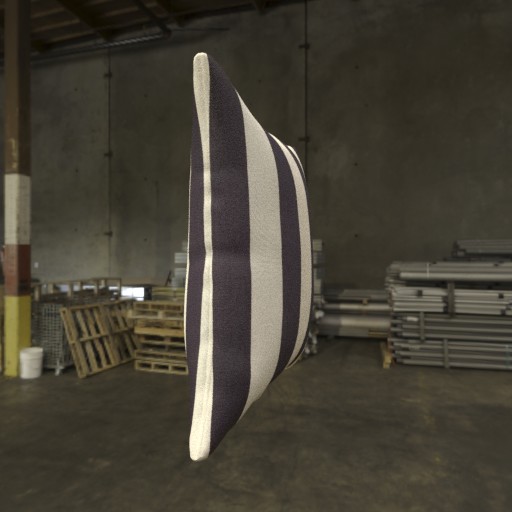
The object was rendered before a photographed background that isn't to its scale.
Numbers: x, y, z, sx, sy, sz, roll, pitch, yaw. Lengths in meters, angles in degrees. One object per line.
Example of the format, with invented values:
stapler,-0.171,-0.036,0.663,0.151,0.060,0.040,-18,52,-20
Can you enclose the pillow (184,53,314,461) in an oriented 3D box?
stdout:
pillow,0.000,0.000,0.813,0.189,0.526,0.536,0,-1,17
